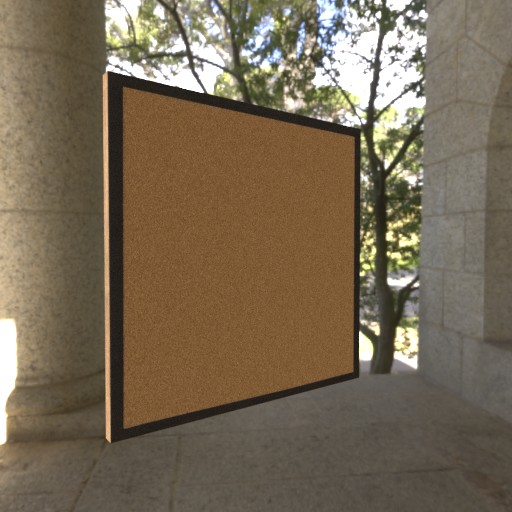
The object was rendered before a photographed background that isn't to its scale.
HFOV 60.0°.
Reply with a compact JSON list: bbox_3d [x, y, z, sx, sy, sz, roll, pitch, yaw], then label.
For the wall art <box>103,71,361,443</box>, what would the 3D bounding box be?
[{"bbox_3d":[0.000,0.000,1.037,0.695,0.691,0.029,-1,2,-36],"label":"wall art"}]
